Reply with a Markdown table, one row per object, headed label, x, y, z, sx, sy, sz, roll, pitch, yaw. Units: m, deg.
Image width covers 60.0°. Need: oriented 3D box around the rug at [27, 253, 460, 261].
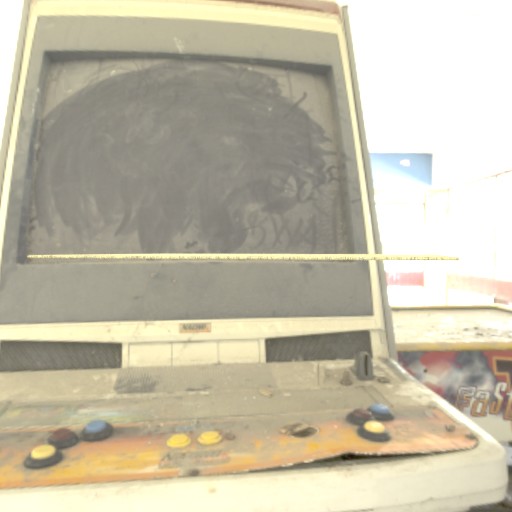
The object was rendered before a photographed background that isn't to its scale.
| label | x | y | z | sx | sy | sz | roll | pitch | yaw |
| --- | --- | --- | --- | --- | --- | --- | --- | --- | --- |
| rug | 0.000 | 0.000 | 2.871 | 2.263 | 0.017 | 1.523 | 0 | 1 | 19 |
